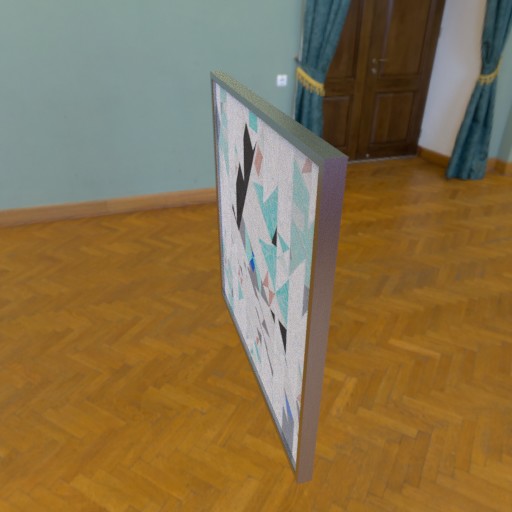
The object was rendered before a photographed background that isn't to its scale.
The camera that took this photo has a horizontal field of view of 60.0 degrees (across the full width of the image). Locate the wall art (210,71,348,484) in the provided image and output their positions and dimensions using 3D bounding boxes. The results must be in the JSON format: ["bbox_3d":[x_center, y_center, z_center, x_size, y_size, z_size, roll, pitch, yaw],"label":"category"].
[{"bbox_3d":[0.000,0.000,1.187,0.038,0.806,0.806,-9,33,-14],"label":"wall art"}]
